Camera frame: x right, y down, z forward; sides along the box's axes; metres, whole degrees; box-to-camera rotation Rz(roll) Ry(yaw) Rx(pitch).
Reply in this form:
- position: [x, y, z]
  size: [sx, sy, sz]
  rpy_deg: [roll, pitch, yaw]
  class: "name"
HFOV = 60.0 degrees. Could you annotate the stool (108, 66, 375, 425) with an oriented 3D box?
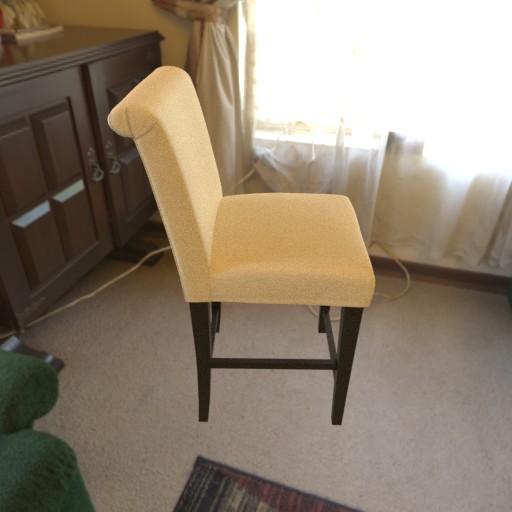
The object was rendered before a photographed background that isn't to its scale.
- position: [0.000, 0.000, 1.312]
  size: [0.597, 0.976, 0.452]
  rpy_deg: [1, 33, 1]
  class: "stool"
